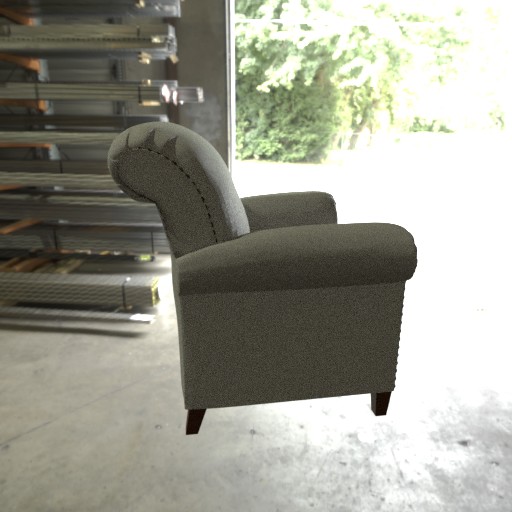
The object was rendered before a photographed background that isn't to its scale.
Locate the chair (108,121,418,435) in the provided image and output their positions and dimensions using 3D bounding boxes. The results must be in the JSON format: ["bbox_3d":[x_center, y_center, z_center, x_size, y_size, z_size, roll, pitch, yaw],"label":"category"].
[{"bbox_3d":[0.000,0.000,1.599,0.890,0.927,0.854,-3,17,-9],"label":"chair"}]
